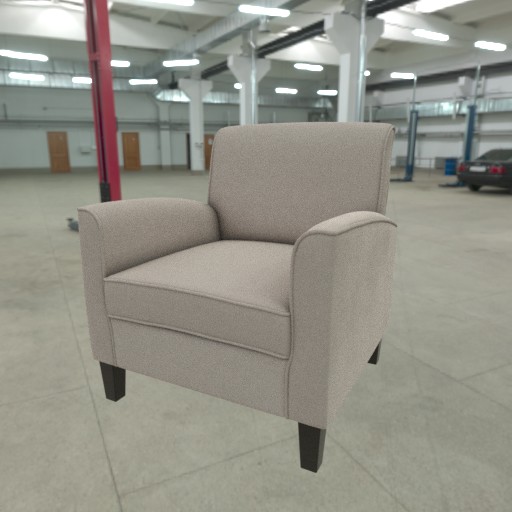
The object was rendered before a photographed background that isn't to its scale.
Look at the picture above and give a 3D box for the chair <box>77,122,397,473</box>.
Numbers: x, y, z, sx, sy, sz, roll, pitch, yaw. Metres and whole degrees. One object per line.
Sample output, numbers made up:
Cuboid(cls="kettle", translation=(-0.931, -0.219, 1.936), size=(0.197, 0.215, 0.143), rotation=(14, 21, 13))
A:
Cuboid(cls="chair", translation=(0.000, 0.000, 1.531), size=(0.820, 0.915, 0.820), rotation=(7, 16, 27))
